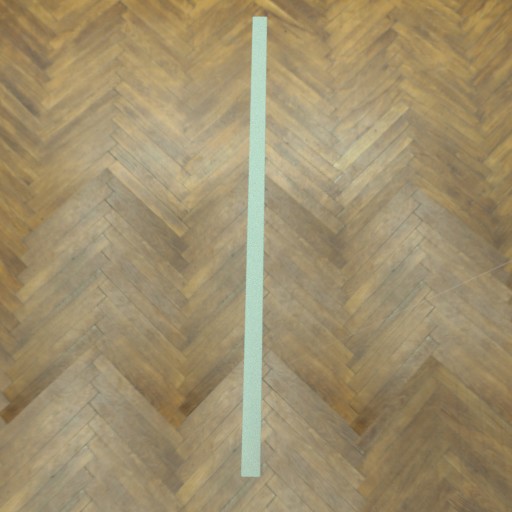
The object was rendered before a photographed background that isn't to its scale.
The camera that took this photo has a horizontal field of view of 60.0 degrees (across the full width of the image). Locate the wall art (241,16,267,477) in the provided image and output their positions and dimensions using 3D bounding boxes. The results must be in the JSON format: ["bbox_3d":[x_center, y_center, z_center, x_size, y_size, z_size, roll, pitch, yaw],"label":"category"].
[{"bbox_3d":[0.000,0.000,1.427,0.040,0.765,1.149,1,75,0],"label":"wall art"}]
